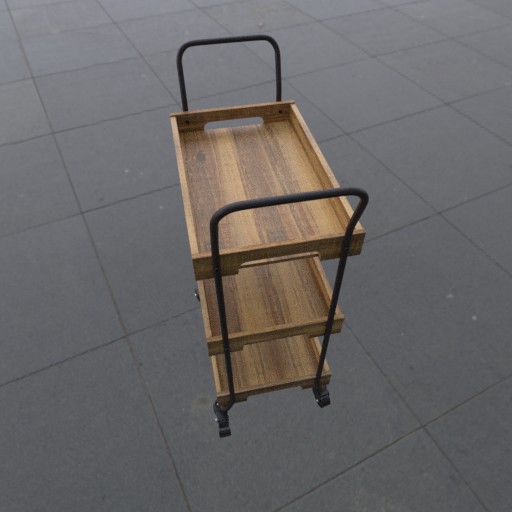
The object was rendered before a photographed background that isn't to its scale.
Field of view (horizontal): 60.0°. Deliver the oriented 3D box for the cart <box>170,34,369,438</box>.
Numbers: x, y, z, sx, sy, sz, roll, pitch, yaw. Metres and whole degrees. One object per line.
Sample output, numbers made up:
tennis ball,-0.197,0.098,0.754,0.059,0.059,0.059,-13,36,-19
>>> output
cart,0.000,0.000,1.128,0.339,0.857,0.583,-9,48,-8
